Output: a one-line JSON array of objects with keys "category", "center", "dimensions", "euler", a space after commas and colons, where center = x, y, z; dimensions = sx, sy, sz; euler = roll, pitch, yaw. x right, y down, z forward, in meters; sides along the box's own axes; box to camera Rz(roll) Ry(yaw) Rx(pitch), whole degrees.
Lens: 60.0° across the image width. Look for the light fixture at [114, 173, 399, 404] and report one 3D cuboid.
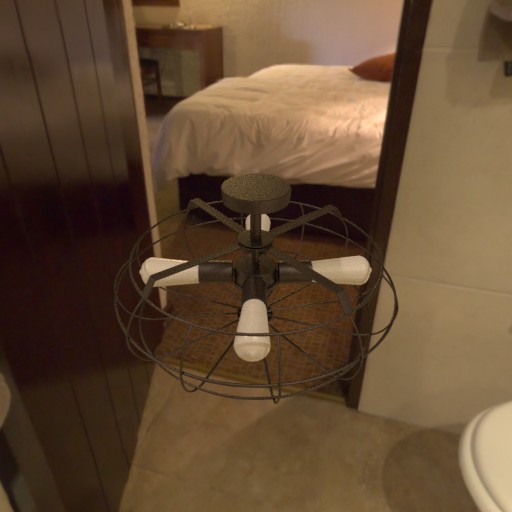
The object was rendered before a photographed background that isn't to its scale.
[{"category": "light fixture", "center": [0.000, 0.000, 0.914], "dimensions": [0.582, 0.311, 0.582], "euler": [0, 31, 0]}]
